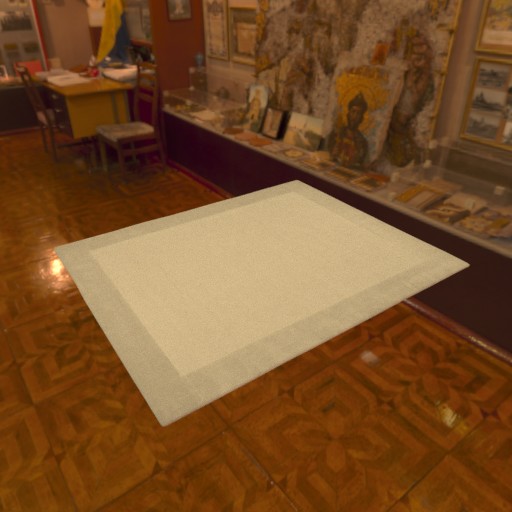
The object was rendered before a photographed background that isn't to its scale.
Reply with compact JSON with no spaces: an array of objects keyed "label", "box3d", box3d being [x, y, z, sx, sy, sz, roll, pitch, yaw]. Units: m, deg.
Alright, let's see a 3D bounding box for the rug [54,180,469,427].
[{"label":"rug","box3d":[0.000,0.000,4.060,2.976,0.018,2.430,-20,37,-29]}]
